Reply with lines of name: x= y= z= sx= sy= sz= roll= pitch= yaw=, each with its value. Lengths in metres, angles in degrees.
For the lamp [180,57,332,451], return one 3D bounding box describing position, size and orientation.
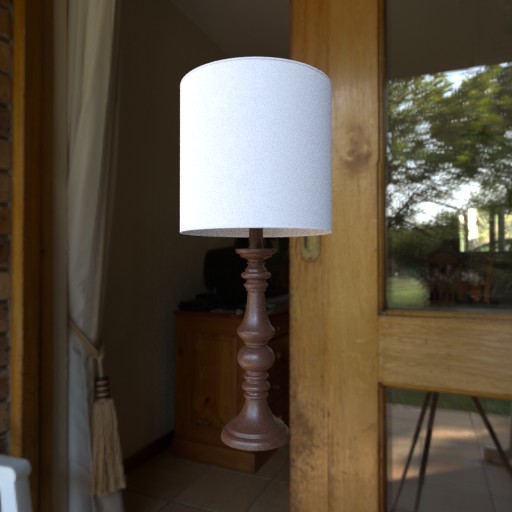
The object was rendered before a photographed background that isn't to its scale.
lamp: x=0.000 y=0.000 z=0.739 sx=0.250 sy=0.597 sz=0.250 roll=0 pitch=-1 yaw=18
